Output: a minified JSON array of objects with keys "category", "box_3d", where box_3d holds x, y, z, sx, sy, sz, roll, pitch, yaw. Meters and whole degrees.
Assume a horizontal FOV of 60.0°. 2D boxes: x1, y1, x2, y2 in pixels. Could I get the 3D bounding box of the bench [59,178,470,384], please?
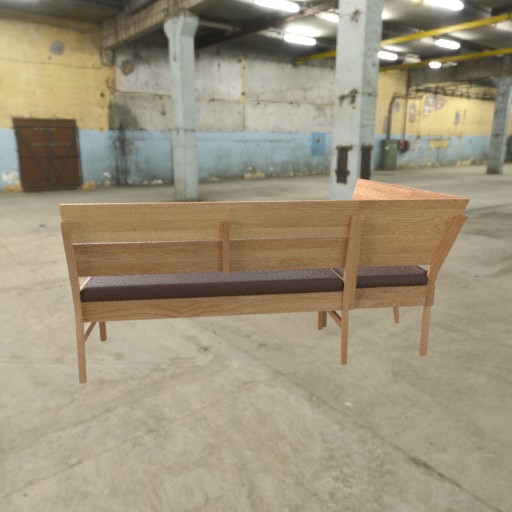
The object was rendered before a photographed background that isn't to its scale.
[{"category":"bench","box_3d":[0.000,0.000,2.908,1.975,0.890,1.549,-2,14,-8]}]
